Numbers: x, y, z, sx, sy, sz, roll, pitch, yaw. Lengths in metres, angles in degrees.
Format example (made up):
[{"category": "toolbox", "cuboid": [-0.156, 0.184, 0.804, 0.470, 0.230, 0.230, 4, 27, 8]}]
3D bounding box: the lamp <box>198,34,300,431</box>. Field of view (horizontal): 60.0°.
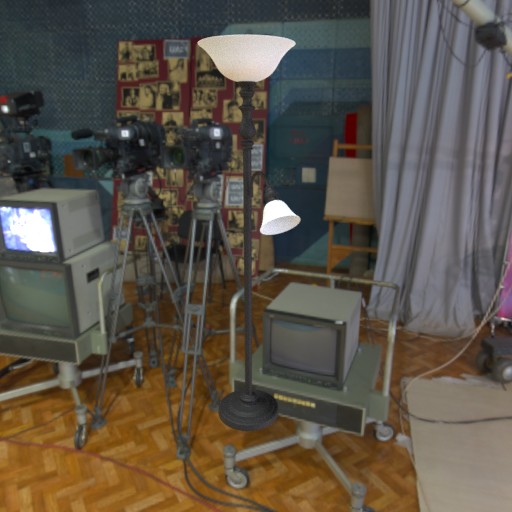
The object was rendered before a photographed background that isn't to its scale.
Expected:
[{"category": "lamp", "cuboid": [0.000, 0.000, 2.023, 0.405, 1.793, 0.588, -8, 18, -24]}]
